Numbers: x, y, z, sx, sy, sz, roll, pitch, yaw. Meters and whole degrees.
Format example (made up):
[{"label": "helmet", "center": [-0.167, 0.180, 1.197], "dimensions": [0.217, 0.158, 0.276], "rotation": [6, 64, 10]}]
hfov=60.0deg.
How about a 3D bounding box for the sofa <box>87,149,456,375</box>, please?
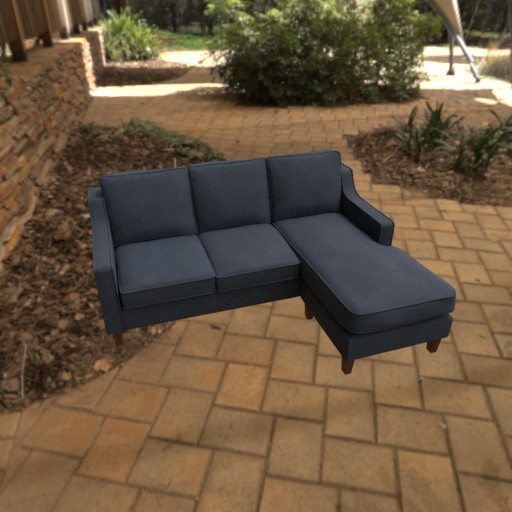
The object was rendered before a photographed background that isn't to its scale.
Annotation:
[{"label": "sofa", "center": [0.000, 0.000, 3.368], "dimensions": [2.317, 1.066, 1.858], "rotation": [-9, 31, -15]}]
